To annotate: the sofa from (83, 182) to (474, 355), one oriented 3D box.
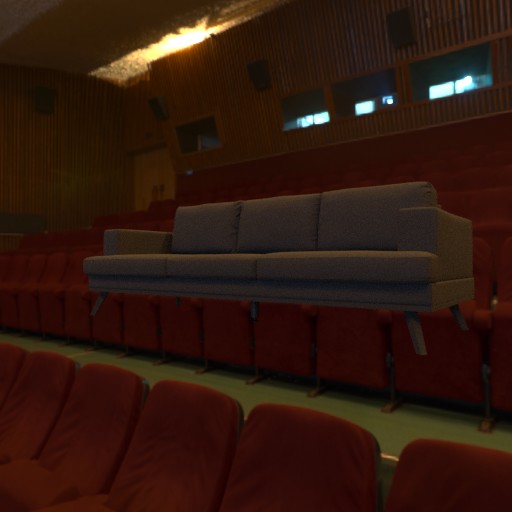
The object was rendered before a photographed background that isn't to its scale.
[{"bbox_3d":[0.000,0.000,2.738,2.310,0.810,0.920,-1,-1,36],"label":"sofa"}]
